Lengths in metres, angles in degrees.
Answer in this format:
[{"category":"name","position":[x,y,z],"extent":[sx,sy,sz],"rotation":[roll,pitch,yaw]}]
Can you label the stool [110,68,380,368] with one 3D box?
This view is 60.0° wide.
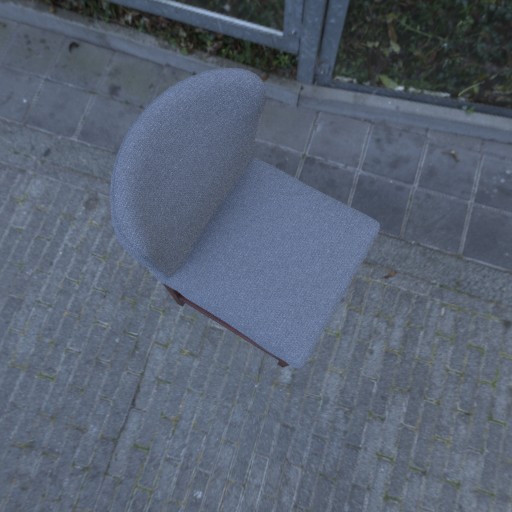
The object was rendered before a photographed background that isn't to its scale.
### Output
[{"category":"stool","position":[0.000,0.000,1.374],"extent":[0.568,1.069,0.486],"rotation":[30,76,8]}]
